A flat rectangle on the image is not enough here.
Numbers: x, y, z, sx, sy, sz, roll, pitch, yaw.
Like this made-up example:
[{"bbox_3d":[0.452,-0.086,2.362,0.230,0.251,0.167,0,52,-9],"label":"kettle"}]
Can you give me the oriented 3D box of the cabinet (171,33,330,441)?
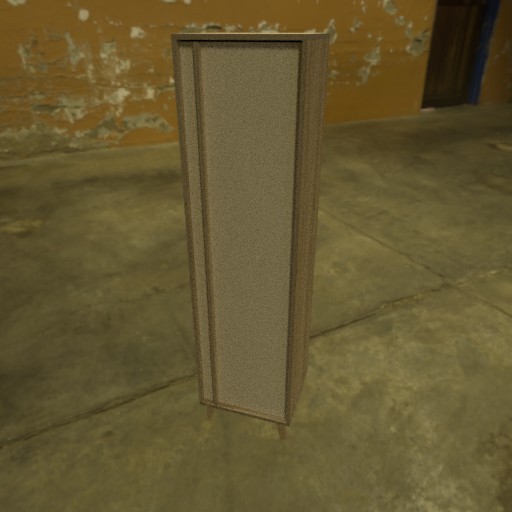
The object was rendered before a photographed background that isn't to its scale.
[{"bbox_3d":[0.000,0.000,2.183,0.510,1.960,0.450,8,28,16],"label":"cabinet"}]
